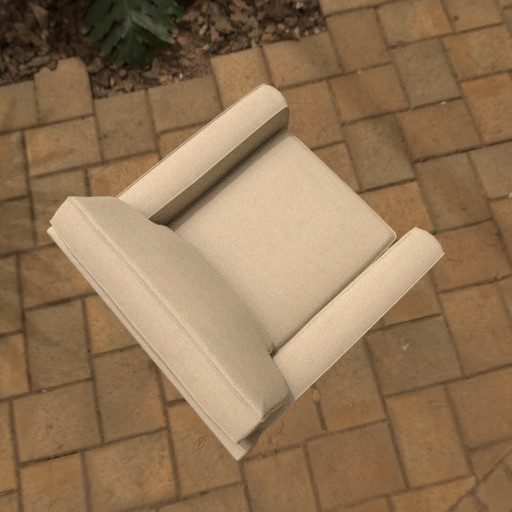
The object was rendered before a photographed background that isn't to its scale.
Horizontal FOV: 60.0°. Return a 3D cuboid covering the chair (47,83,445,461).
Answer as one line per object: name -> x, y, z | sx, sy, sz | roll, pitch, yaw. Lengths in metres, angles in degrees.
chair -> 0.000, 0.000, 1.774 | 1.043, 0.913, 0.998 | -41, 79, -10
